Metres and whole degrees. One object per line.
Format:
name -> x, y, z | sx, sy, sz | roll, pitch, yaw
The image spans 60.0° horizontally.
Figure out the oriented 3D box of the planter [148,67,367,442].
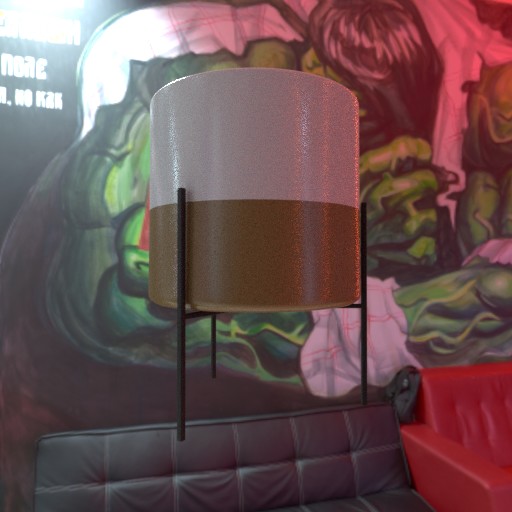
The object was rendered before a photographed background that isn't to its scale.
planter -> 0.000, 0.000, 0.649 | 0.310, 0.432, 0.310 | 0, -1, 18
